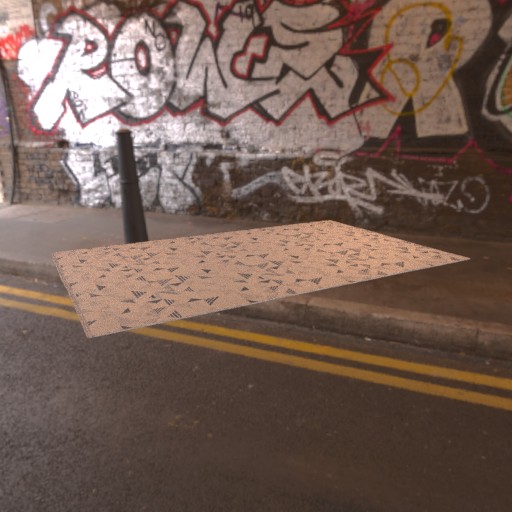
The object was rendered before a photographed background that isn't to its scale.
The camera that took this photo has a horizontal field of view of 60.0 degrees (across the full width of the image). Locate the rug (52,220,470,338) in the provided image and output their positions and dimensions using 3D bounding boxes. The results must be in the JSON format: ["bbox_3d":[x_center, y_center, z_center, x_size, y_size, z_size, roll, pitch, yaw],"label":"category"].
[{"bbox_3d":[0.000,0.000,3.036,2.457,0.009,1.512,-9,18,-28],"label":"rug"}]
